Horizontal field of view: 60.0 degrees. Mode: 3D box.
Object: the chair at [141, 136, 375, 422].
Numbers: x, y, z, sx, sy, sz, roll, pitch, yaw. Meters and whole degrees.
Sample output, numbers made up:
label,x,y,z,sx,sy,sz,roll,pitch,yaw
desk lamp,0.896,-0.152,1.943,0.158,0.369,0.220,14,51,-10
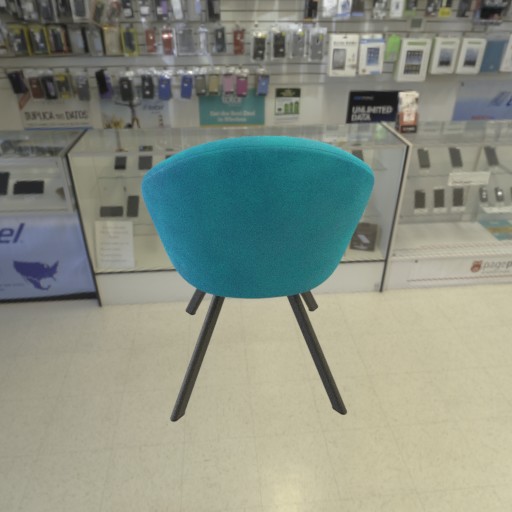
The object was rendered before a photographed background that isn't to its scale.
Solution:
label,x,y,z,sx,sy,sz,roll,pitch,yaw
chair,0.000,0.000,1.190,0.550,0.795,0.590,-1,31,-2
